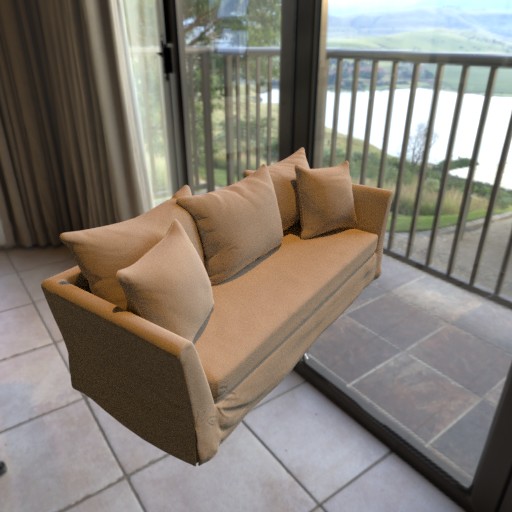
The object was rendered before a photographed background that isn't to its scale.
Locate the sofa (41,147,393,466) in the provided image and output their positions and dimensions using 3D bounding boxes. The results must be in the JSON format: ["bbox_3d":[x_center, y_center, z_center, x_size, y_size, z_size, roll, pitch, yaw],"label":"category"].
[{"bbox_3d":[0.000,0.000,3.035,1.046,1.047,2.499,17,31,31],"label":"sofa"}]
